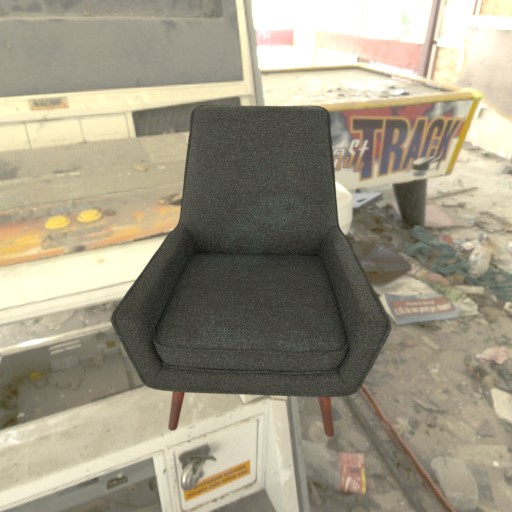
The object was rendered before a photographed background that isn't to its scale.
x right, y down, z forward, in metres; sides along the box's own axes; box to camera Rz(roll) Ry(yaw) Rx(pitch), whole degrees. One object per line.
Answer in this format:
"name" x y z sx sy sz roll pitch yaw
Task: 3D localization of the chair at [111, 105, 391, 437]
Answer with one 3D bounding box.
"chair" 0.000 0.000 1.554 0.763 0.883 0.859 1 30 2
